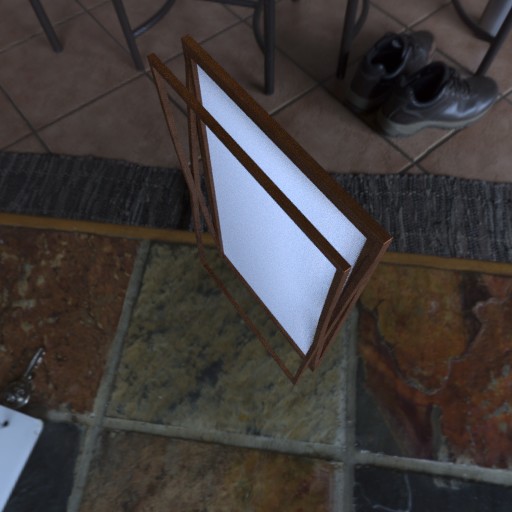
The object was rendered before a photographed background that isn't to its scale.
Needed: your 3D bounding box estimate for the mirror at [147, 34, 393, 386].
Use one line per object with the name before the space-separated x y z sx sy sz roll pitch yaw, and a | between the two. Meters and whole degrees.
mirror | 0.000 0.000 0.967 0.082 0.768 0.468 -34 68 -15
